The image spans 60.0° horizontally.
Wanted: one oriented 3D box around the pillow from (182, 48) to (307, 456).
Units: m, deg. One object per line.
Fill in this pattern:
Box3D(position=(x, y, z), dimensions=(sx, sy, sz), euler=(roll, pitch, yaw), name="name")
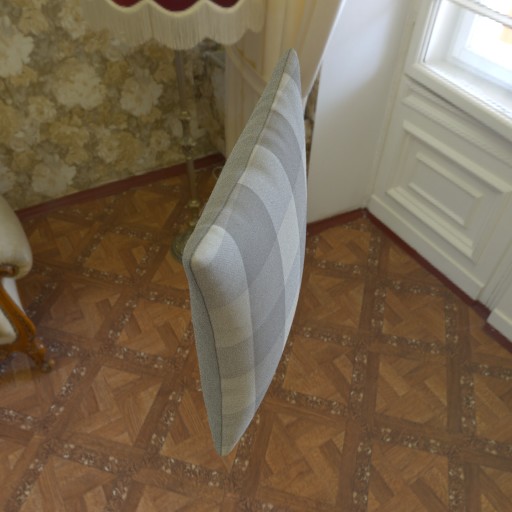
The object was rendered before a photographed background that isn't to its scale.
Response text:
Box3D(position=(0.000, 0.000, 0.765), dimensions=(0.161, 0.509, 0.511), euler=(10, 47, 9), name="pillow")
